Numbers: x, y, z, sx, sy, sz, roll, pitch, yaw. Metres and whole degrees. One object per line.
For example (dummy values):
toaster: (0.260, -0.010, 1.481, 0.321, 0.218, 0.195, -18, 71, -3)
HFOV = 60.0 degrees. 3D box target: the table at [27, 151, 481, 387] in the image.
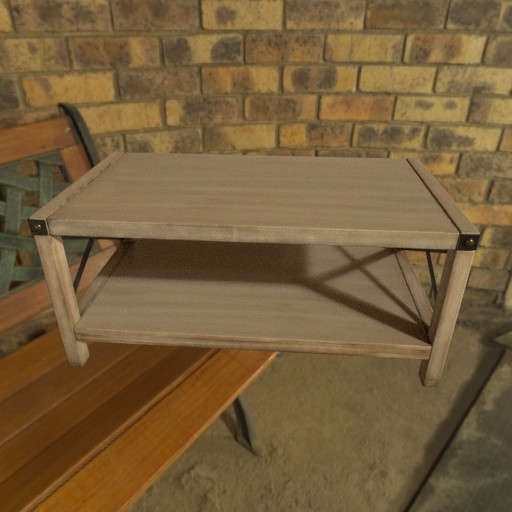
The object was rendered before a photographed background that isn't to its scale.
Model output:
table: (0.000, 0.000, 1.319, 1.016, 0.456, 0.559, 2, 29, 4)
